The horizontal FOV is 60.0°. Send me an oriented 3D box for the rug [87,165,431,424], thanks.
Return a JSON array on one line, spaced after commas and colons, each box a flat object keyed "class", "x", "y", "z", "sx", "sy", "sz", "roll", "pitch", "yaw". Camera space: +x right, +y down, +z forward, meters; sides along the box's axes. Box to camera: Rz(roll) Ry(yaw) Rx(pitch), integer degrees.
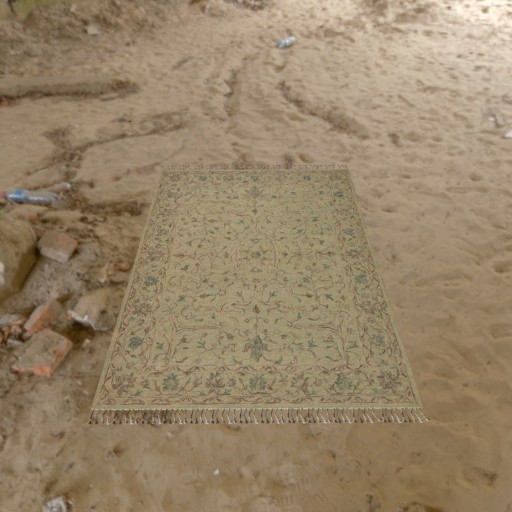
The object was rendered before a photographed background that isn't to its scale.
[{"class": "rug", "x": 0.000, "y": 0.000, "z": 2.256, "sx": 1.247, "sy": 0.008, "sz": 1.802, "roll": 0, "pitch": 42, "yaw": 0}]
